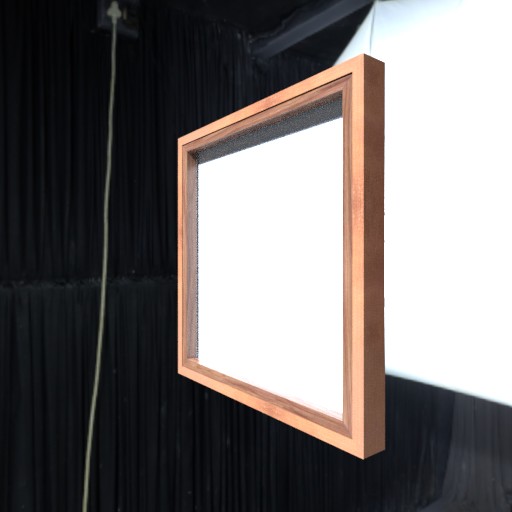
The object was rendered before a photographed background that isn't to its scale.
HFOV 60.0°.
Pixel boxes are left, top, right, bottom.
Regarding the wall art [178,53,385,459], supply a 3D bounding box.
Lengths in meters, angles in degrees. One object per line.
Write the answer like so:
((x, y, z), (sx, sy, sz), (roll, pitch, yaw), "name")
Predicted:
((0.000, 0.000, 0.611), (0.035, 0.403, 0.403), (0, 0, -37), "wall art")
